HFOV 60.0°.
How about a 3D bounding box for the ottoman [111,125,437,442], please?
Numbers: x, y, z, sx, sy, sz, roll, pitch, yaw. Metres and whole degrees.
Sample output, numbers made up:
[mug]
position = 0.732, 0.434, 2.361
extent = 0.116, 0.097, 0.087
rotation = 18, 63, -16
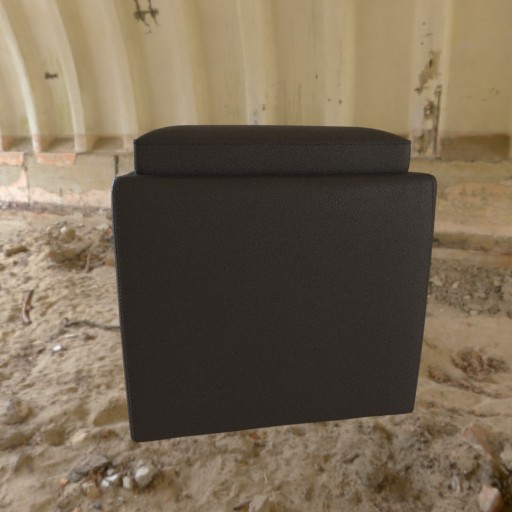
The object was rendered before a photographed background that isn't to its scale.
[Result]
[ottoman]
position = 0.000, 0.000, 0.817
extent = 0.451, 0.460, 0.450
rotation = -2, 14, -10
